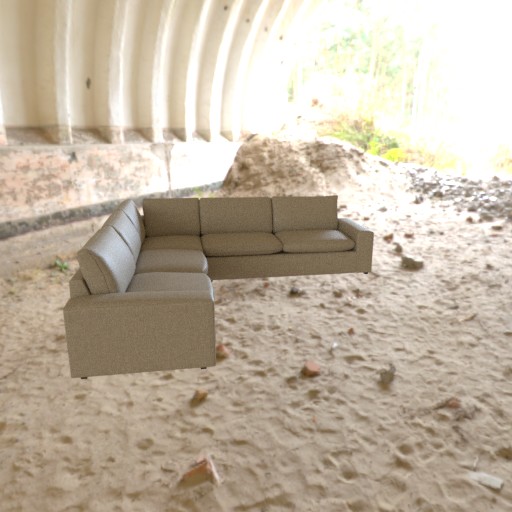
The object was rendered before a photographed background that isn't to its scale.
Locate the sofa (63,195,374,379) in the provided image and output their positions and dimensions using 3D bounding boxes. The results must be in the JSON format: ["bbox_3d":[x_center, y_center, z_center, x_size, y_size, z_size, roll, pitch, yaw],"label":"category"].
[{"bbox_3d":[0.000,0.000,4.084,2.742,0.800,2.622,-2,15,-9],"label":"sofa"}]
